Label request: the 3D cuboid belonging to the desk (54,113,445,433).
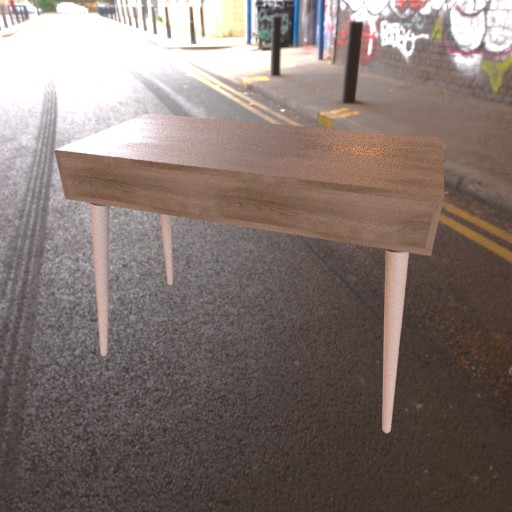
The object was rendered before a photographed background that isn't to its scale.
[{"bbox_3d":[0.000,0.000,1.416,0.979,0.723,0.491,10,31,17],"label":"desk"}]
